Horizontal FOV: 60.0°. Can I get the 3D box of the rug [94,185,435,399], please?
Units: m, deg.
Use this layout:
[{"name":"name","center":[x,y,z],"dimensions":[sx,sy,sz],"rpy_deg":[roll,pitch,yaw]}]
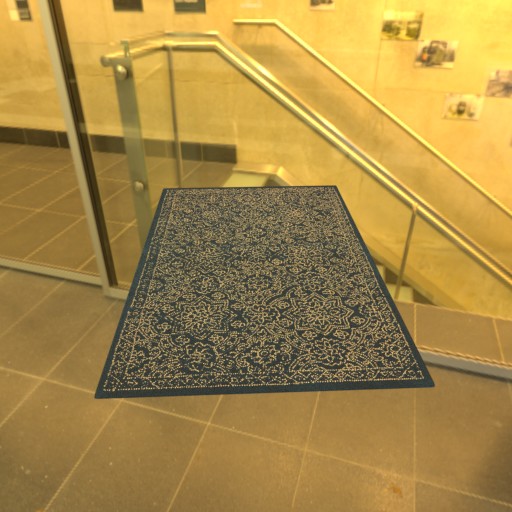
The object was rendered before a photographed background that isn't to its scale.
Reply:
[{"name":"rug","center":[0.000,0.000,2.348],"dimensions":[1.219,0.010,1.829],"rpy_deg":[-1,32,-2]}]
